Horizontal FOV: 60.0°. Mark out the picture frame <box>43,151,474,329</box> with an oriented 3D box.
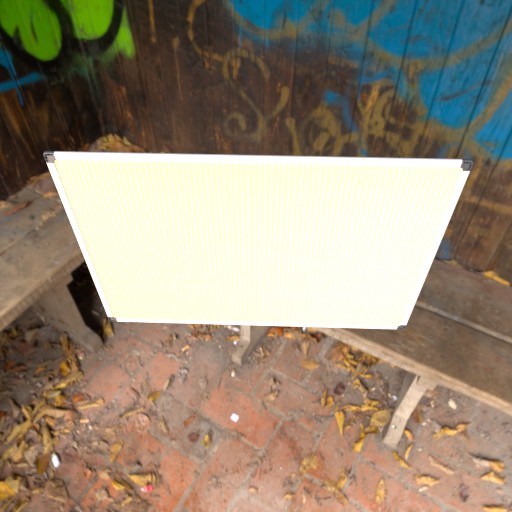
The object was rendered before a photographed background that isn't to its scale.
[{"bbox_3d":[0.000,0.000,1.137,0.900,0.600,0.010,1,46,1],"label":"picture frame"}]
